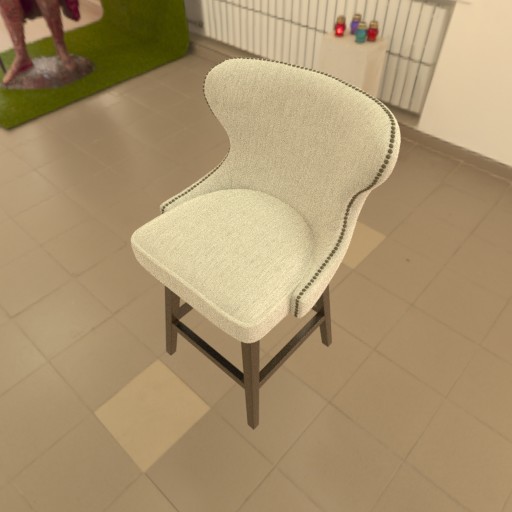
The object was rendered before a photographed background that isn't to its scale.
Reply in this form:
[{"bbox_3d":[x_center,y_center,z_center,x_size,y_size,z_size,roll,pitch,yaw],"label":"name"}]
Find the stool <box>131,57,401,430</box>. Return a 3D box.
[{"bbox_3d":[0.000,0.000,1.380,0.615,0.972,0.597,33,55,27],"label":"stool"}]
